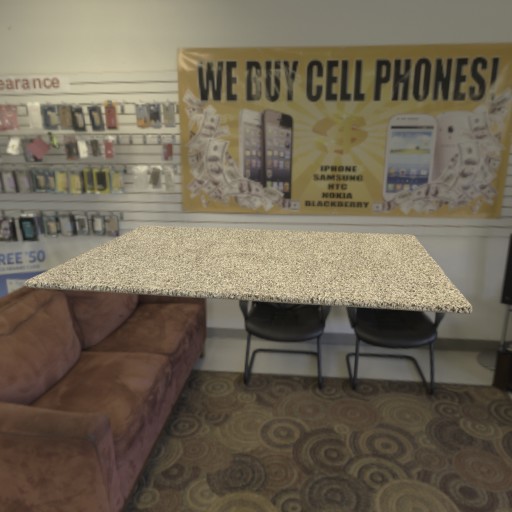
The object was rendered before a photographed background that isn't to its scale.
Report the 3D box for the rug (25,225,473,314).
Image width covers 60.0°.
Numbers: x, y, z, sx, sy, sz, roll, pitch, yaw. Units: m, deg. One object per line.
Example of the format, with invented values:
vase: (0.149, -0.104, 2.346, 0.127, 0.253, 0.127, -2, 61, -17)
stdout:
rug: (0.000, 0.000, 2.299, 1.778, 0.030, 1.219, 3, 15, 9)
